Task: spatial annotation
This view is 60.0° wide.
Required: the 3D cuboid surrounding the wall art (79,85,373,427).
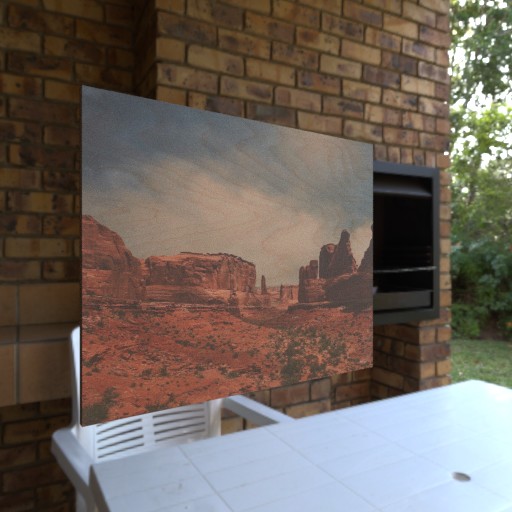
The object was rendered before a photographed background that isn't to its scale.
[{"bbox_3d":[0.000,0.000,0.674,0.508,0.406,0.013,0,0,-34],"label":"wall art"}]
